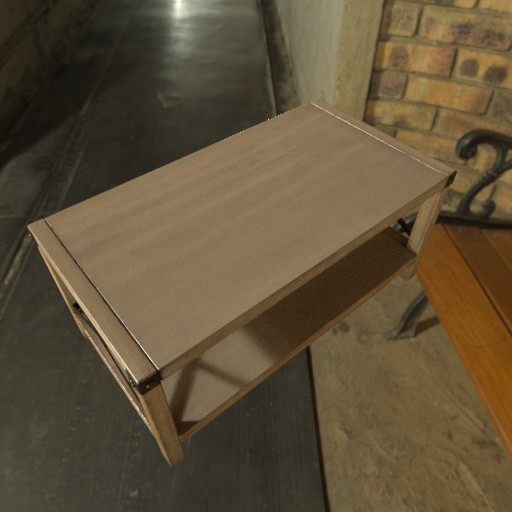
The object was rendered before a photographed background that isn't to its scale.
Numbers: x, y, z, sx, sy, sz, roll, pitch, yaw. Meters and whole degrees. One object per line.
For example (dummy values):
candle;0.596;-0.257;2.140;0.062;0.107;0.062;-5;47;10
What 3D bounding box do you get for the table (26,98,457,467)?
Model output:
table;0.000;0.000;1.317;1.016;0.456;0.559;-31;54;-26
